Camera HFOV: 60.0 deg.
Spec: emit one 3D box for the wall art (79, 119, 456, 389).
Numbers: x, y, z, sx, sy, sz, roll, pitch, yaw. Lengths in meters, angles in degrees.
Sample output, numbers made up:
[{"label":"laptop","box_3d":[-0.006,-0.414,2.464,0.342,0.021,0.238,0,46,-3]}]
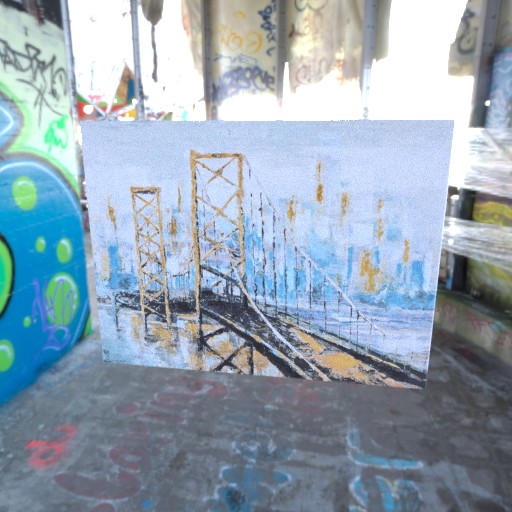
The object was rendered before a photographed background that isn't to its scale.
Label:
[{"label":"wall art","box_3d":[0.000,0.000,1.299,1.016,0.762,0.038,2,15,9]}]
